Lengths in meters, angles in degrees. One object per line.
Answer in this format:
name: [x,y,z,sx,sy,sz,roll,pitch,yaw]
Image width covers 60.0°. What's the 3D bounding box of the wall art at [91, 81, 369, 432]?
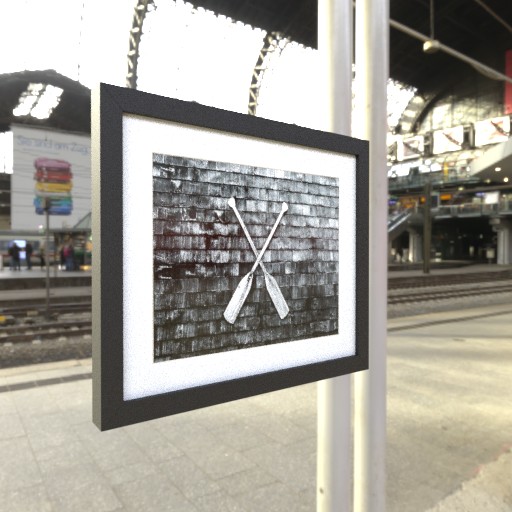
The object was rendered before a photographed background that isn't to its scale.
wall art: [0.000,0.000,0.540,0.381,0.330,0.029,0,1,-36]
